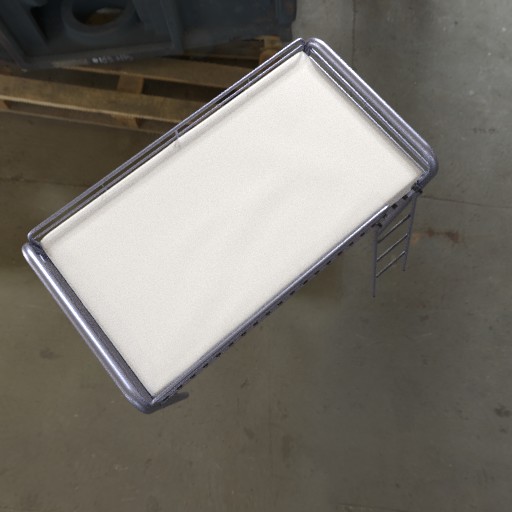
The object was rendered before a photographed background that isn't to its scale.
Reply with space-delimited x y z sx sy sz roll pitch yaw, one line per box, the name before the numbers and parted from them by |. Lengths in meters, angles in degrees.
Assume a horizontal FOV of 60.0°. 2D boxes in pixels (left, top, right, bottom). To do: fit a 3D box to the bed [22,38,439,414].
bed | 0.000 0.000 2.822 1.965 1.288 1.415 -39 79 -9
